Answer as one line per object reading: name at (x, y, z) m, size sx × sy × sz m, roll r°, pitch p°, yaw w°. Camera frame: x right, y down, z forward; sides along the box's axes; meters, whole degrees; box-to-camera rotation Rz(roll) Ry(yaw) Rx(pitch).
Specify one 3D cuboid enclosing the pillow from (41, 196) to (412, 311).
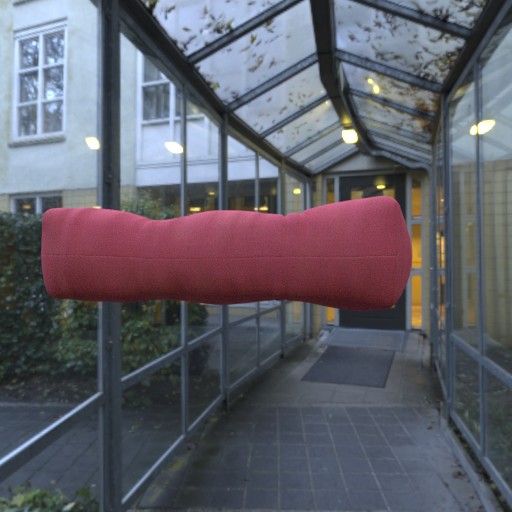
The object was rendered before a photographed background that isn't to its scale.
pillow at (0.000, 0.000, 0.732) m, size 0.468 × 0.128 × 0.490 m, roll 0°, pitch 0°, yaw 17°
